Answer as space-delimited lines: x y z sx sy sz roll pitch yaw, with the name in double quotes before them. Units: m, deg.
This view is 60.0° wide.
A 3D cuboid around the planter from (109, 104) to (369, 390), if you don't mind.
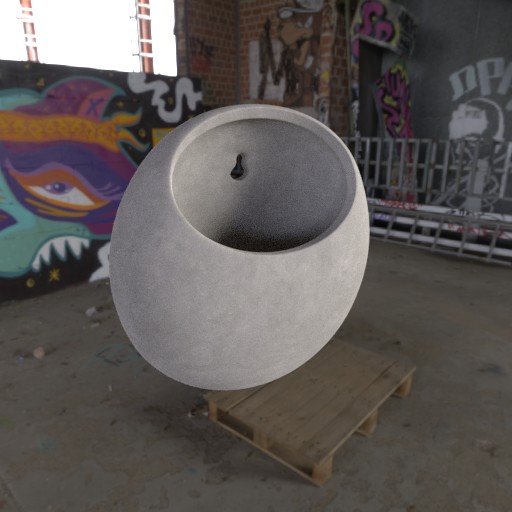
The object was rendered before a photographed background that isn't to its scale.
"planter" 0.000 0.000 0.289 0.185 0.188 0.071 -9 19 -28
